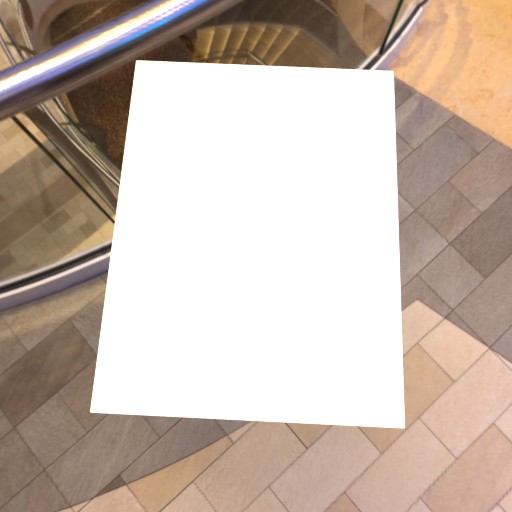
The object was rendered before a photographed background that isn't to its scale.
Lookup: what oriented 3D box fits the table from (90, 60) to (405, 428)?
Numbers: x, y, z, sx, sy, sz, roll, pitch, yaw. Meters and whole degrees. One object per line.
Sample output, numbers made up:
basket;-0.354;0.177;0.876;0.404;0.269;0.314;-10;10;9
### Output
table;0.000;0.000;0.794;0.399;0.357;0.517;3;76;1
